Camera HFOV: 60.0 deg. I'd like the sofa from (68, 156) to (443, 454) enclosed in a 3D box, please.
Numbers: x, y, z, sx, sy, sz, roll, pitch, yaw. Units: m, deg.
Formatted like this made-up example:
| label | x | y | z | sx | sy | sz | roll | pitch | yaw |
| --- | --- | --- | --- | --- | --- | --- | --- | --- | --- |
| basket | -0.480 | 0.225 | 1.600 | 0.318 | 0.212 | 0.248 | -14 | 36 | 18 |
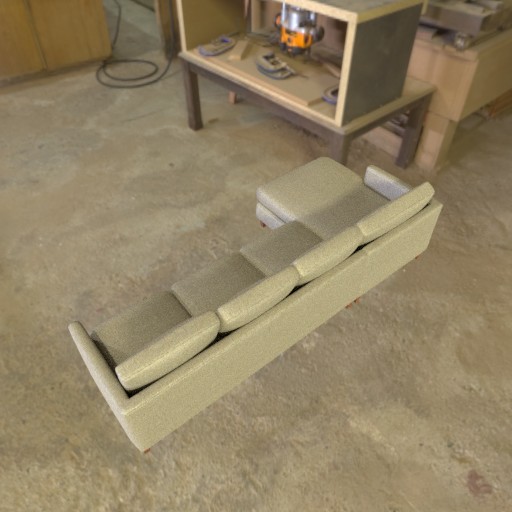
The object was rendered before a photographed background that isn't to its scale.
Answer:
| label | x | y | z | sx | sy | sz | roll | pitch | yaw |
| --- | --- | --- | --- | --- | --- | --- | --- | --- | --- |
| sofa | 0.000 | 0.000 | 3.862 | 3.201 | 0.876 | 1.502 | -30 | 52 | -26 |
